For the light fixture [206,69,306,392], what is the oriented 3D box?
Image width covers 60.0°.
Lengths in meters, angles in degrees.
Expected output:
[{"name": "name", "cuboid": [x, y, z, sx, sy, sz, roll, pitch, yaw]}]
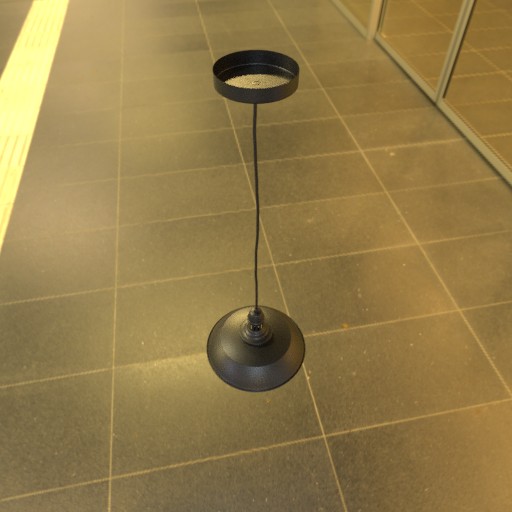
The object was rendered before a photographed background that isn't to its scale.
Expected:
[{"name": "light fixture", "cuboid": [0.000, 0.000, 1.160, 0.331, 0.993, 0.331, -23, 51, -20]}]
